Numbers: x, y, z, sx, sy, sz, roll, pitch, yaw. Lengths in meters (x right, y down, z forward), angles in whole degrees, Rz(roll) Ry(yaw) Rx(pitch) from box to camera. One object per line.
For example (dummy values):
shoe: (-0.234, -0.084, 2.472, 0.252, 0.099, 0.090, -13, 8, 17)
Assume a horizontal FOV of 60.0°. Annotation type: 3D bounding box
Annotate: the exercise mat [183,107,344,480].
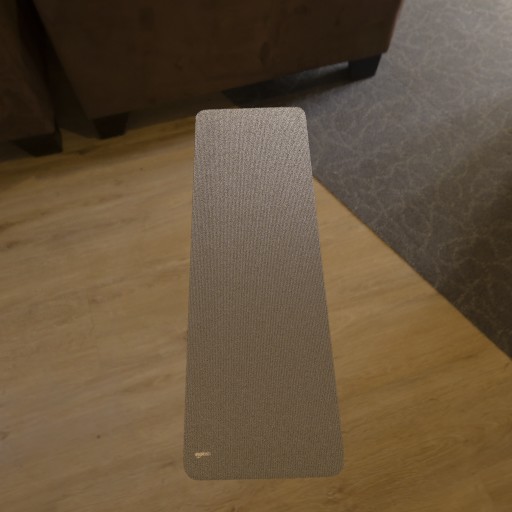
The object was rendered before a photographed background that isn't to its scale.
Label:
exercise mat: (0.000, 0.000, 2.091, 0.616, 0.021, 1.884, -2, 63, -1)
